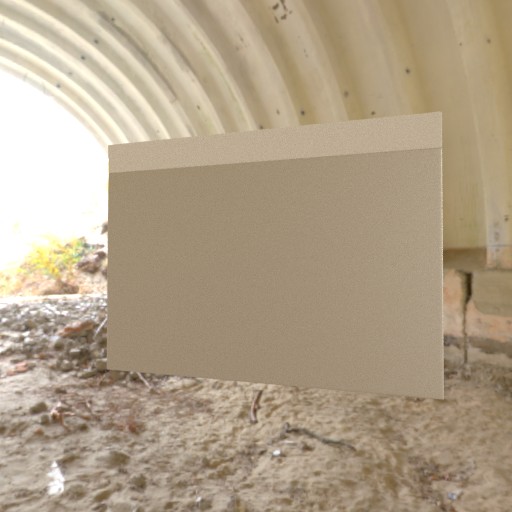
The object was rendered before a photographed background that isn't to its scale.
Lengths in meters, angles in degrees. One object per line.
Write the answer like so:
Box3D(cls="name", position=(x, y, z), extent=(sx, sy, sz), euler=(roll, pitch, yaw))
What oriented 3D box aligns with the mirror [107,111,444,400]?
Box3D(cls="mirror", position=(0.000, 0.000, 1.120), extent=(0.870, 0.630, 0.030), euler=(0, -1, 19))
